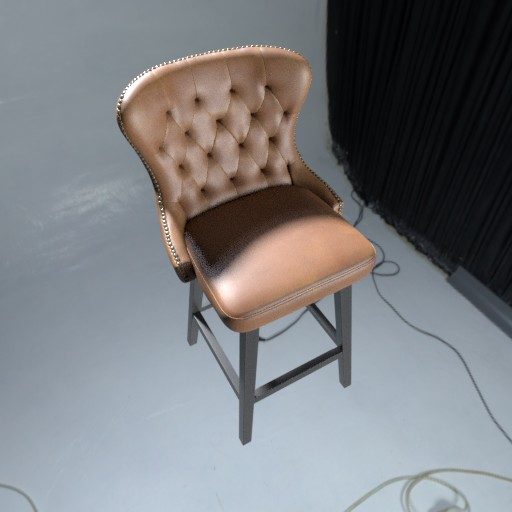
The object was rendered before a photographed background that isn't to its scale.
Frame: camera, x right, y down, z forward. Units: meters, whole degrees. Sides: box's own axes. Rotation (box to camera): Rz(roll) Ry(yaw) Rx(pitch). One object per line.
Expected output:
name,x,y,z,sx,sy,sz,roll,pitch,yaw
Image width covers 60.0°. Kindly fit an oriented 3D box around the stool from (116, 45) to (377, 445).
stool,0.000,0.000,1.296,0.528,0.971,0.593,-22,50,-20
